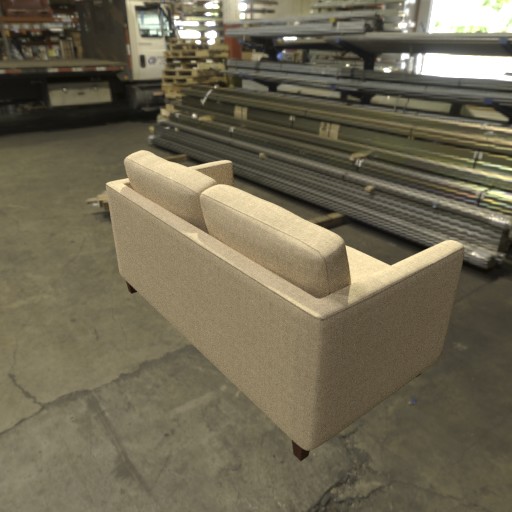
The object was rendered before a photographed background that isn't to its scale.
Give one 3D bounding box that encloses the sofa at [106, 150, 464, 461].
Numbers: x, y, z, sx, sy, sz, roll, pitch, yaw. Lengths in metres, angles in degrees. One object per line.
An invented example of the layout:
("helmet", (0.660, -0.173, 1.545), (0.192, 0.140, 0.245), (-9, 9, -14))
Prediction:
("sofa", (0.000, 0.000, 2.460), (0.950, 0.963, 1.884), (-19, 33, -33))
